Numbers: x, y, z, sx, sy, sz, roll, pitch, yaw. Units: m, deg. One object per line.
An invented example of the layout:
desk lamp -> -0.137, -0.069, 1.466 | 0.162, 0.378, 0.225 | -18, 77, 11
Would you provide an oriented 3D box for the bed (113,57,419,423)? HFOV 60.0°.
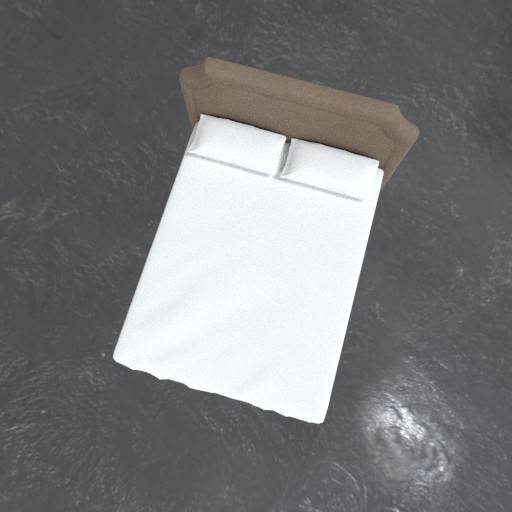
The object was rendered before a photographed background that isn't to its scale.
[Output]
bed -> 0.000, 0.000, 3.215 | 1.693, 1.290, 2.116 | 16, 77, 4
